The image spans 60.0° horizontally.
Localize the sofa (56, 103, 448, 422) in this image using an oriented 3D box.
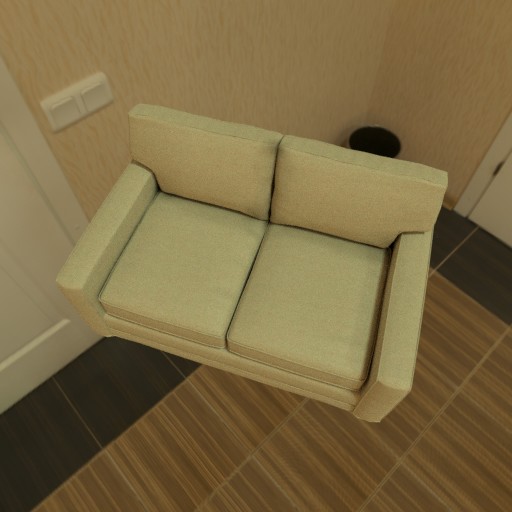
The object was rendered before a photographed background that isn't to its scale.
[{"bbox_3d":[0.000,0.000,2.057,1.484,0.853,0.942,15,59,10],"label":"sofa"}]
